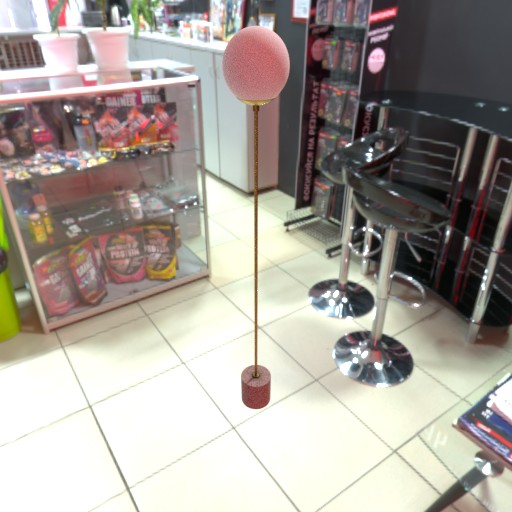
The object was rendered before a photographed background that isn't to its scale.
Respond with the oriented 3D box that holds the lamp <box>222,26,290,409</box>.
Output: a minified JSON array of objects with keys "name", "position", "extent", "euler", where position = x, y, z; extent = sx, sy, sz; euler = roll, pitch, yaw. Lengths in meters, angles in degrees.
[{"name":"lamp","position":[0.000,0.000,1.894],"extent":[0.229,1.748,0.229],"euler":[-1,31,-2]}]
